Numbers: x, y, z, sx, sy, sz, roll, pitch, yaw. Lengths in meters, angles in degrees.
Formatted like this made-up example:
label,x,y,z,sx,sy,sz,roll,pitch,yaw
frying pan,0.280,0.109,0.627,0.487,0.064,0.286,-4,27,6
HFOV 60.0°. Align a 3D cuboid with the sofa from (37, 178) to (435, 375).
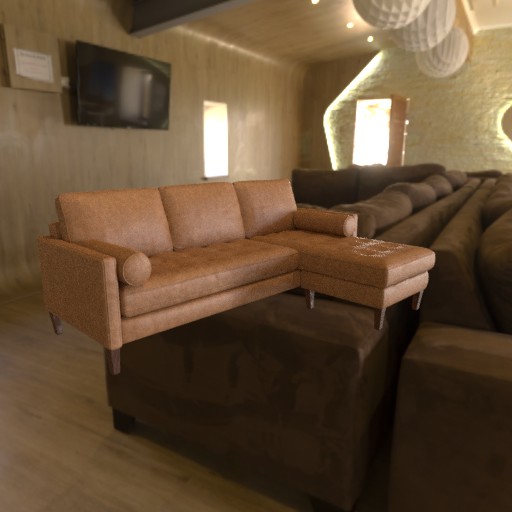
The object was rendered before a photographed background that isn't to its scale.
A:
label,x,y,z,sx,sy,sz,roll,pitch,yaw
sofa,0.000,0.000,2.877,1.506,0.876,2.178,13,18,43
